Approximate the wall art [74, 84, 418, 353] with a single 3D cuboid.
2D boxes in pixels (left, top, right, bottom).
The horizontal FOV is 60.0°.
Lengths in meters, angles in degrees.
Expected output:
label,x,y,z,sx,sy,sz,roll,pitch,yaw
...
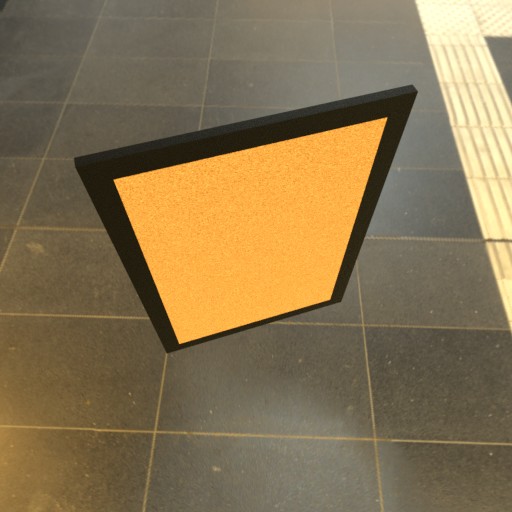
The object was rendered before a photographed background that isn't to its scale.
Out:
label,x,y,z,sx,sy,sz,roll,pitch,yaw
wall art,0.000,0.000,0.600,0.326,0.459,0.011,-15,59,-9
